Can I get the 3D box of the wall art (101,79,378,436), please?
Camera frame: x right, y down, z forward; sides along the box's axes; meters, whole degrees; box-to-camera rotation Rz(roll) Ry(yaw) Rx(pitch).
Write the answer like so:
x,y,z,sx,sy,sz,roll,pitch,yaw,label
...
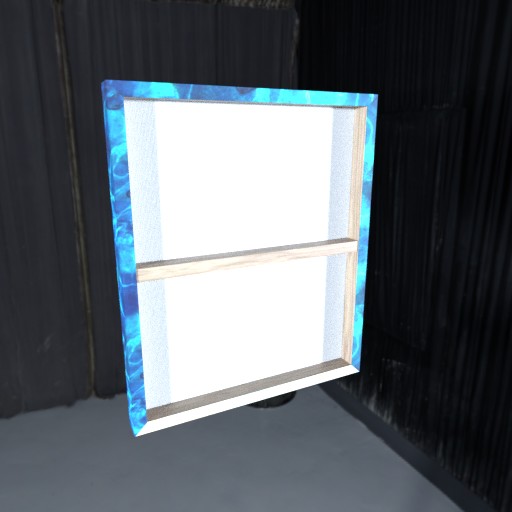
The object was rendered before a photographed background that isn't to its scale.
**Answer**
x,y,z,sx,sy,sz,roll,pitch,yaw,label
0.000,0.000,0.718,0.432,0.508,0.038,-7,17,-26,wall art
